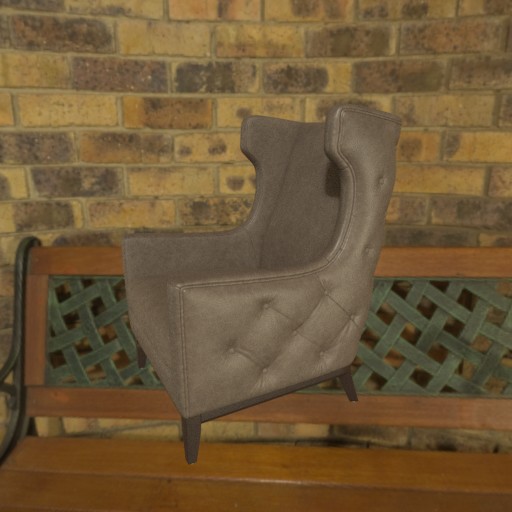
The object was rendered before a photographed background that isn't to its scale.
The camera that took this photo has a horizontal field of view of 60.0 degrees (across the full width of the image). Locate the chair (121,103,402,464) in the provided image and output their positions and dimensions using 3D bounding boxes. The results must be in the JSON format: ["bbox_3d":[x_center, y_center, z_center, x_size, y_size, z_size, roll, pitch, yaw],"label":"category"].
[{"bbox_3d":[0.000,0.000,1.709,0.899,1.079,0.769,-7,16,-26],"label":"chair"}]
